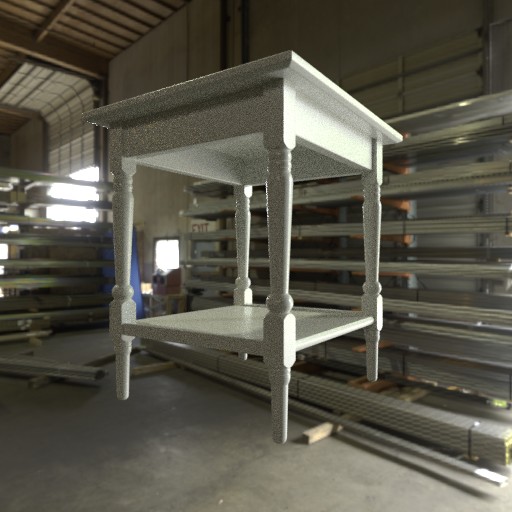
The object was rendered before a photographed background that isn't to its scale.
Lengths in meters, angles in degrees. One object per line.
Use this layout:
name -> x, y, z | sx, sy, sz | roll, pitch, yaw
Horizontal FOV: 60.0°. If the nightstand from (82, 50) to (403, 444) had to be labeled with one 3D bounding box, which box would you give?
nightstand -> 0.000, 0.000, 0.924 | 0.459, 0.555, 0.505 | 0, 0, 34
